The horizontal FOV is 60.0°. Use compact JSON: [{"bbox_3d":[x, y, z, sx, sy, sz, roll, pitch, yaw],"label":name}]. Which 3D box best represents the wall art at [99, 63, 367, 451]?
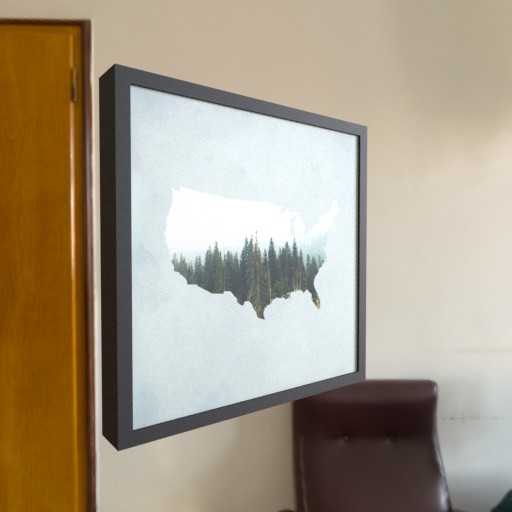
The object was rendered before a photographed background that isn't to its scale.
[{"bbox_3d":[0.000,0.000,0.454,0.304,0.304,0.038,-1,2,-37],"label":"wall art"}]
